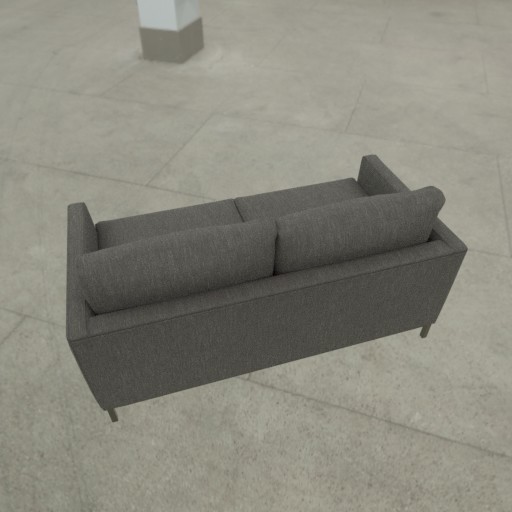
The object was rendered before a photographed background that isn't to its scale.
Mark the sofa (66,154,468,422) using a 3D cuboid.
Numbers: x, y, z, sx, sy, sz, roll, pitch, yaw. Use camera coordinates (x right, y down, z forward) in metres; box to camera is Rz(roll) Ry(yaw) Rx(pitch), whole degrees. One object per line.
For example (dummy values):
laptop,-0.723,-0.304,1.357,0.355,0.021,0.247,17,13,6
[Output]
sofa,0.000,0.000,2.161,1.682,0.840,0.875,-12,44,-13
